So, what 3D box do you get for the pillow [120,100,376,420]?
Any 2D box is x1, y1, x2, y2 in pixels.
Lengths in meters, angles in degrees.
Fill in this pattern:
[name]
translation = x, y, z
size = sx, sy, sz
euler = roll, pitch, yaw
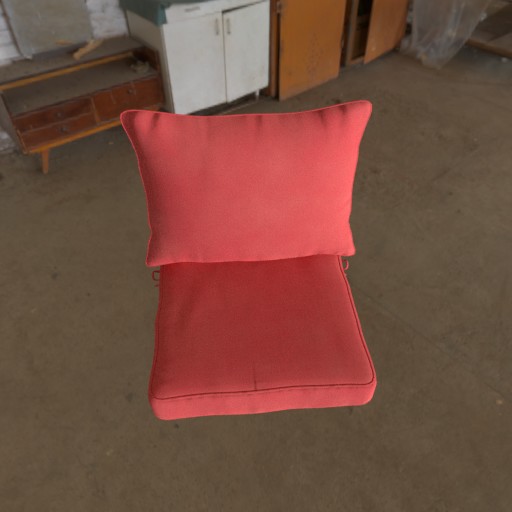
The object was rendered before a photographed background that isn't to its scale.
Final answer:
[pillow]
translation = 0.000, 0.000, 1.391
size = 0.798, 0.725, 0.733
euler = -3, 45, -3
